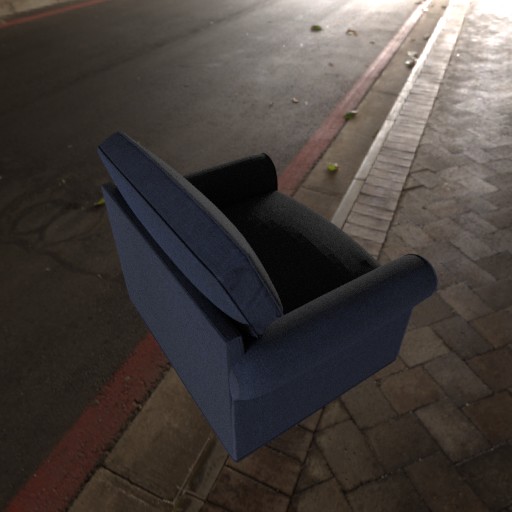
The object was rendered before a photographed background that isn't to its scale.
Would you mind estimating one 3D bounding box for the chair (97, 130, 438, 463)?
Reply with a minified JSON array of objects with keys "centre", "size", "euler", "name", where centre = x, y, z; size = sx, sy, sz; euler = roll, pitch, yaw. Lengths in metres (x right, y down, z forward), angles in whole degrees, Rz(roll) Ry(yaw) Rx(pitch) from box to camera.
[{"centre":[0.000,0.000,2.024],"size":[0.963,1.044,1.285],"euler":[-23,44,-26],"name":"chair"}]
